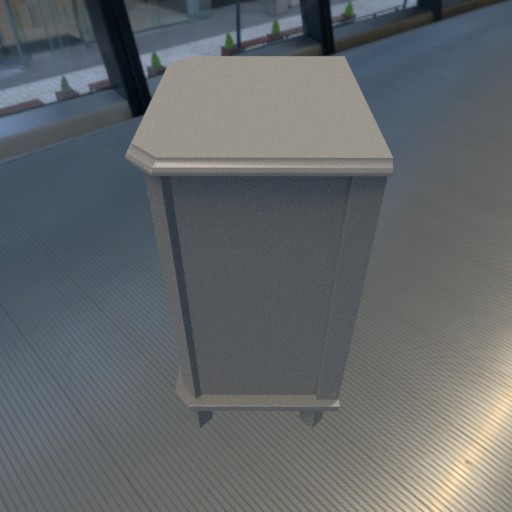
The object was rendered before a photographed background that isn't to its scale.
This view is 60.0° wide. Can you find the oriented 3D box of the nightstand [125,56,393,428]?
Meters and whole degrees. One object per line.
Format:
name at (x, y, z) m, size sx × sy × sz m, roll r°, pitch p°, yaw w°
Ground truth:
nightstand at (0.000, 0.000, 0.935) m, size 0.348 × 0.680 × 0.435 m, roll 0°, pitch 41°, yaw 0°
